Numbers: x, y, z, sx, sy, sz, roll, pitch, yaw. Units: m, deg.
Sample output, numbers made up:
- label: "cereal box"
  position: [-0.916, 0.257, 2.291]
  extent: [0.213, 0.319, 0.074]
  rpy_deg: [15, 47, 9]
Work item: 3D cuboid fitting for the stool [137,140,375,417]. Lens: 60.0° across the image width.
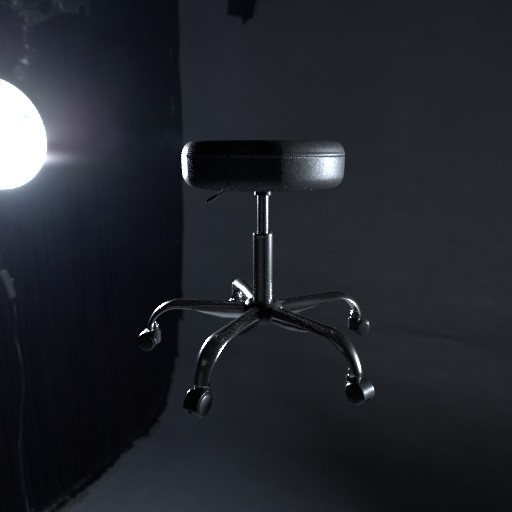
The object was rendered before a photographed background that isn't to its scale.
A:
- label: "stool"
  position: [0.000, 0.000, 1.147]
  extent: [0.673, 0.576, 0.638]
  rpy_deg: [6, 15, 25]
